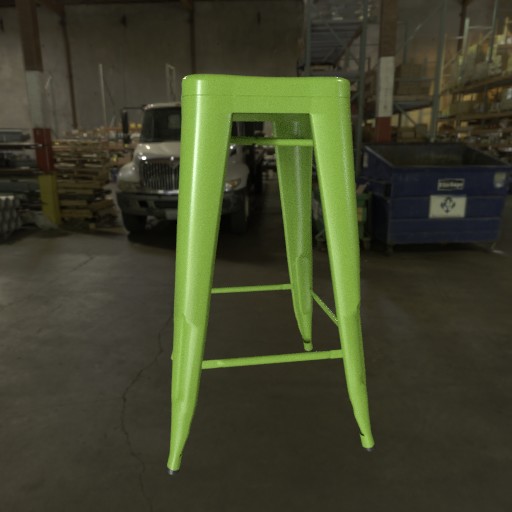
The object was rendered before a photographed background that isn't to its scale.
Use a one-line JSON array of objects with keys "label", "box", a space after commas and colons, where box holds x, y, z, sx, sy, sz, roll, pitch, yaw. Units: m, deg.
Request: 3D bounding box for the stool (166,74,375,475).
[{"label": "stool", "box": [0.000, 0.000, 0.846, 0.358, 0.609, 0.398, -2, 15, -9]}]
